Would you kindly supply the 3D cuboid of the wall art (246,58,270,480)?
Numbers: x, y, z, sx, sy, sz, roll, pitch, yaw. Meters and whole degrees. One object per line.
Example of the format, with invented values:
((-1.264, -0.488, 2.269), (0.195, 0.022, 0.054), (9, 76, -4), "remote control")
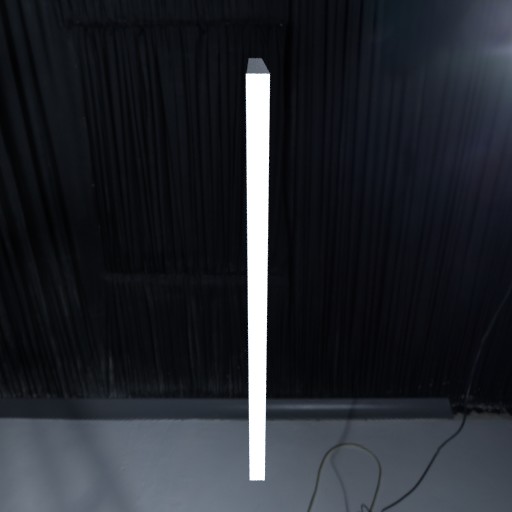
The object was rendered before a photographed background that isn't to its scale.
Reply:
((0.000, 0.000, 0.763), (0.025, 0.608, 0.405), (0, 26, 0), "wall art")
